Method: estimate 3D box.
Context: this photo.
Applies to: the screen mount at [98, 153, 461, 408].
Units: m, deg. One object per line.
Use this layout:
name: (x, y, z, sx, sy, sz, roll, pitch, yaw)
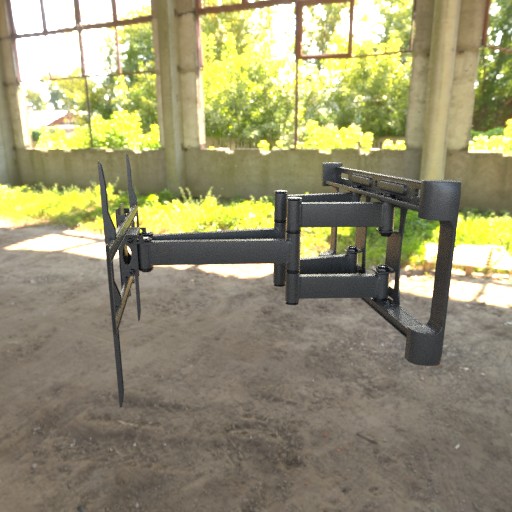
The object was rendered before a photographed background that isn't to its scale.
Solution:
screen mount: (0.000, 0.000, 0.954, 0.556, 0.424, 0.571, -3, 15, -9)
